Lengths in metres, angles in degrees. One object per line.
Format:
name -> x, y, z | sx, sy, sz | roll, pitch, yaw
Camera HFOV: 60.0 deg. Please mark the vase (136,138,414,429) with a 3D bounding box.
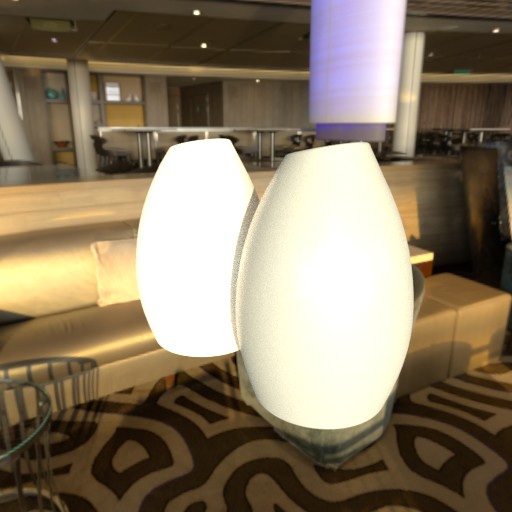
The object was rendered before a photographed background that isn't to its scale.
vase -> 0.000, 0.000, 0.258 | 0.089, 0.131, 0.187 | -15, 22, -42
